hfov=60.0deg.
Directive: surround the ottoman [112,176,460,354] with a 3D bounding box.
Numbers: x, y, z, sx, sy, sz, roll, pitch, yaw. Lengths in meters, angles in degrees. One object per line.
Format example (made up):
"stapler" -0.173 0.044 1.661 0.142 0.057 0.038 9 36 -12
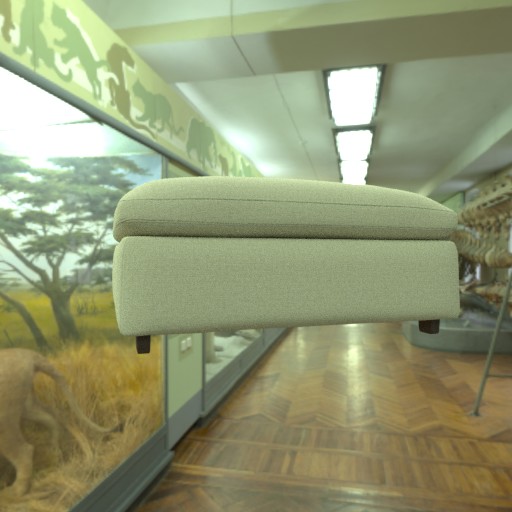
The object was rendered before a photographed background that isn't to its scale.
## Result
"ottoman" 0.000 0.000 1.586 0.977 0.467 0.996 0 0 -19
